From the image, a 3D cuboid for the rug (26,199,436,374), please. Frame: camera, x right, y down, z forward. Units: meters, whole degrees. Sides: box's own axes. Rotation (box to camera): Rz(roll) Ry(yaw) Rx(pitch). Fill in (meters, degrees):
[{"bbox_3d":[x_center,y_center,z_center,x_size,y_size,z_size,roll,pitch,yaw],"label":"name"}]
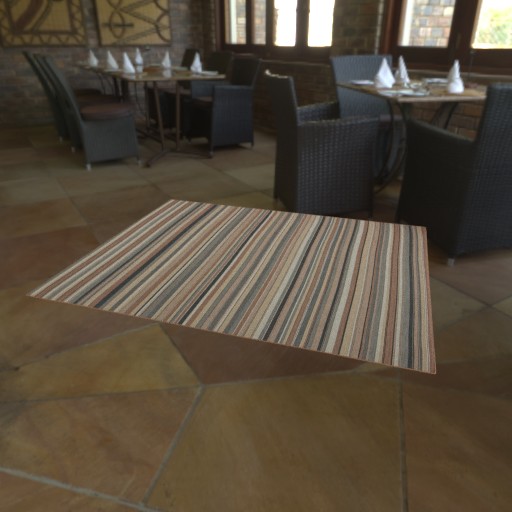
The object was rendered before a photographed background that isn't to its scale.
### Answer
[{"bbox_3d":[0.000,0.000,4.119,3.045,0.011,2.436,8,27,16],"label":"rug"}]
